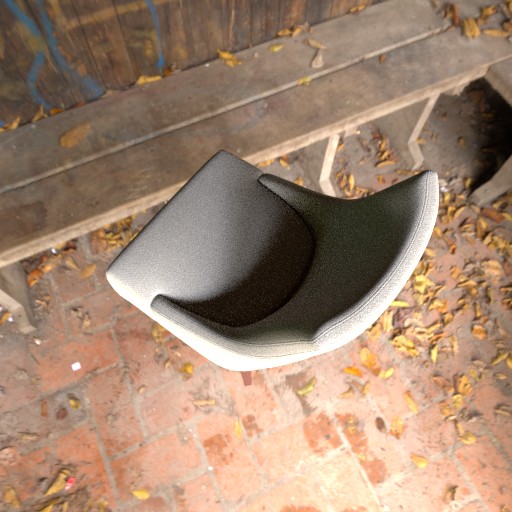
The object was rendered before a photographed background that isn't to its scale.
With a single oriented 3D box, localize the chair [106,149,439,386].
[{"bbox_3d":[0.000,0.000,1.492,0.861,0.909,0.701,33,69,15],"label":"chair"}]
